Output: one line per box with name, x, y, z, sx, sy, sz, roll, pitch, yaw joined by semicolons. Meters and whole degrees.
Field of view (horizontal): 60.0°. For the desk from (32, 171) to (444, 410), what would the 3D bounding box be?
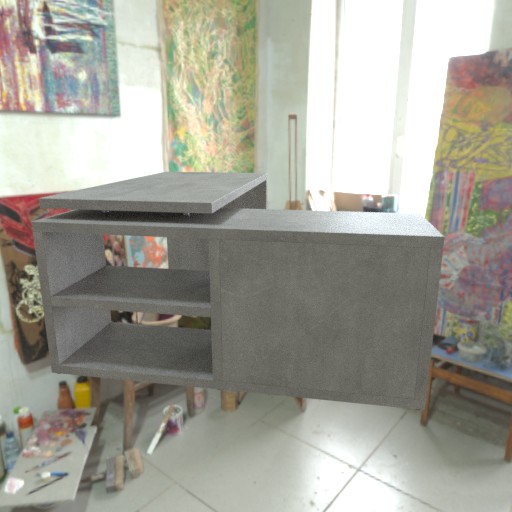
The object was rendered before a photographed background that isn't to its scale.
desk;0.000;0.000;2.313;1.500;0.740;1.400;3;15;10
